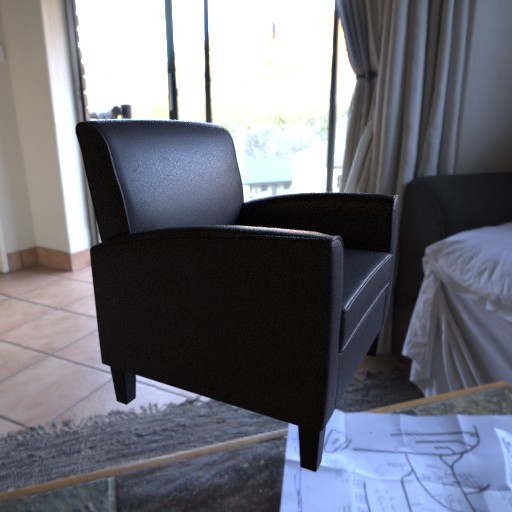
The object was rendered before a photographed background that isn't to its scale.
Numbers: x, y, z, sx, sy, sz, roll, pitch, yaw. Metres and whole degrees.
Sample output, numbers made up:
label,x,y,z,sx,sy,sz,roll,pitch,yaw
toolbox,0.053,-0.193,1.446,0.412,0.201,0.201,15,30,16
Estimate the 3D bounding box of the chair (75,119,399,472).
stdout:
label,x,y,z,sx,sy,sz,roll,pitch,yaw
chair,0.000,0.000,1.540,0.819,0.916,0.820,8,18,26
